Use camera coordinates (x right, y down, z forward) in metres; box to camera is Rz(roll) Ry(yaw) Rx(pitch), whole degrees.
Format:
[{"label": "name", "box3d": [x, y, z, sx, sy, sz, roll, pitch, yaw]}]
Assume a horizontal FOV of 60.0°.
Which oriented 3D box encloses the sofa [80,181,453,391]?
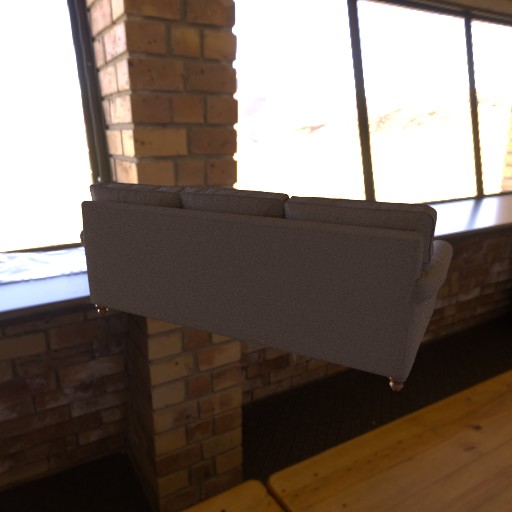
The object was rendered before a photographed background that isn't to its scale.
[{"label": "sofa", "box3d": [0.000, 0.000, 2.937, 2.353, 0.948, 0.966, 8, 18, 27]}]
